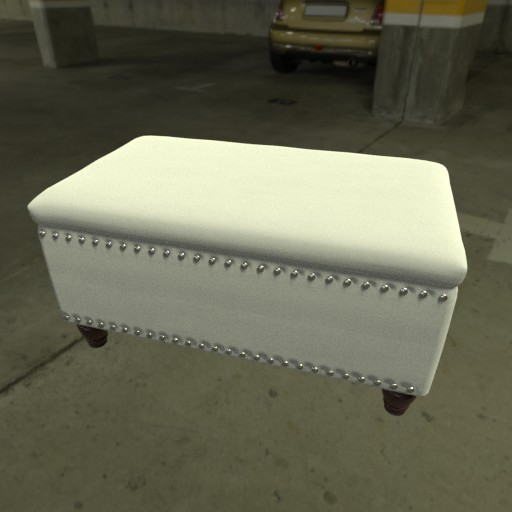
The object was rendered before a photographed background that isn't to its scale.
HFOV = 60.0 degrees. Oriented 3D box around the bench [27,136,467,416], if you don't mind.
[{"bbox_3d":[0.000,0.000,1.147,0.887,0.449,0.500,9,33,14],"label":"bench"}]
